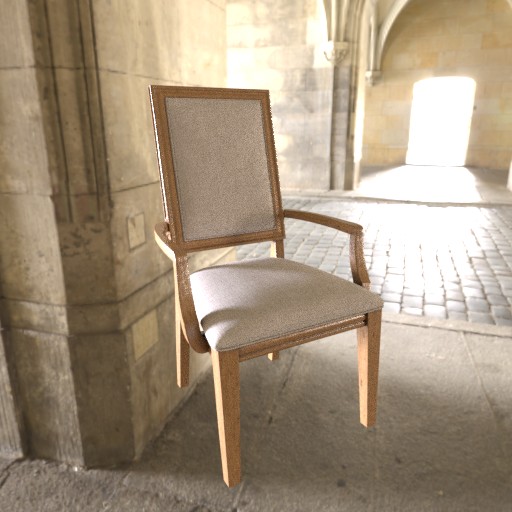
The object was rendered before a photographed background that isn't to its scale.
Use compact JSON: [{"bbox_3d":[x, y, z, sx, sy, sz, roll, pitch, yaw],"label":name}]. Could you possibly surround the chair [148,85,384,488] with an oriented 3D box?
[{"bbox_3d":[0.000,0.000,1.342,0.606,0.990,0.602,-9,19,-28],"label":"chair"}]
